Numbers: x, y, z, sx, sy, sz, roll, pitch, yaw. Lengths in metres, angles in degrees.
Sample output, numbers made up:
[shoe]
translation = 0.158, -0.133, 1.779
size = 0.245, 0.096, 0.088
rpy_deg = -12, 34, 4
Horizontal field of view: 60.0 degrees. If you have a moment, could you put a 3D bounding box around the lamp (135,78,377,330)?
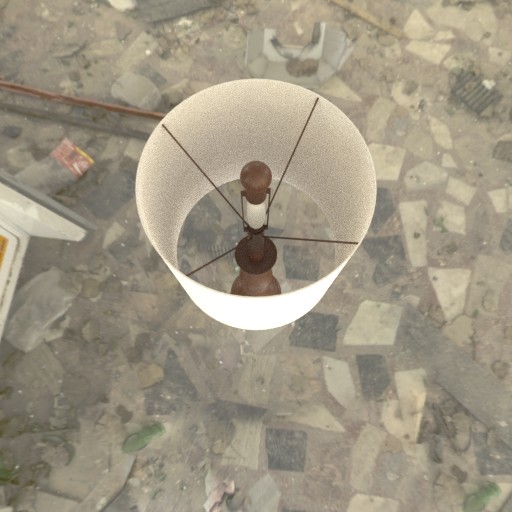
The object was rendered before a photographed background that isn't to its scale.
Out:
[lamp]
translation = 0.000, 0.000, 0.725
size = 0.250, 0.597, 0.250
rpy_deg = 33, 76, 9
